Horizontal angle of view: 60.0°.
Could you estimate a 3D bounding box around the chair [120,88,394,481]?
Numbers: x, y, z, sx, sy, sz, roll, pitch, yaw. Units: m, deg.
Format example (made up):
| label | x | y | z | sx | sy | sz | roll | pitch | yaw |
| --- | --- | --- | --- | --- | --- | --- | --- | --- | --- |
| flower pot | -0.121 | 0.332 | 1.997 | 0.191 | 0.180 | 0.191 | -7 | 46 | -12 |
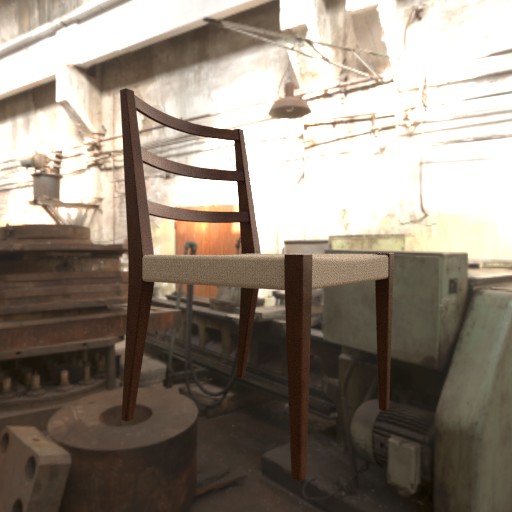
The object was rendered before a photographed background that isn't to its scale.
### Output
| label | x | y | z | sx | sy | sz | roll | pitch | yaw |
| --- | --- | --- | --- | --- | --- | --- | --- | --- | --- |
| chair | 0.000 | 0.000 | 1.133 | 0.551 | 0.813 | 0.480 | 1 | 1 | 36 |
